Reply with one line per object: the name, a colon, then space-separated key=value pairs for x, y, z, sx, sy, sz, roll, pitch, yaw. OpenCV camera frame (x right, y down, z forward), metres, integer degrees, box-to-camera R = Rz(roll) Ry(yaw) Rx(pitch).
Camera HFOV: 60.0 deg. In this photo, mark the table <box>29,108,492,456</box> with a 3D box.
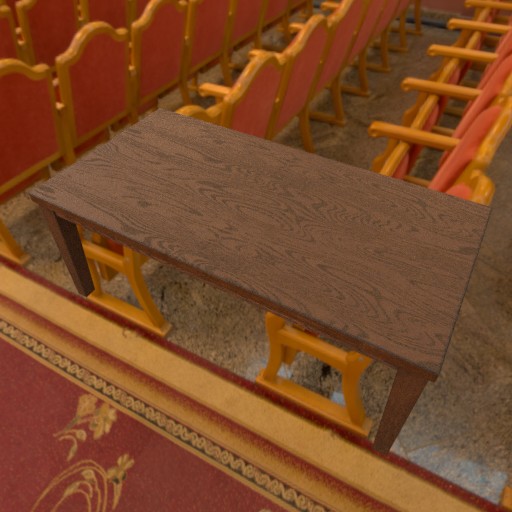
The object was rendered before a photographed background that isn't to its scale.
table: x=0.000 y=0.000 z=2.388 sx=1.981 sy=0.762 sz=1.016 roll=22 pitch=49 yaw=21
